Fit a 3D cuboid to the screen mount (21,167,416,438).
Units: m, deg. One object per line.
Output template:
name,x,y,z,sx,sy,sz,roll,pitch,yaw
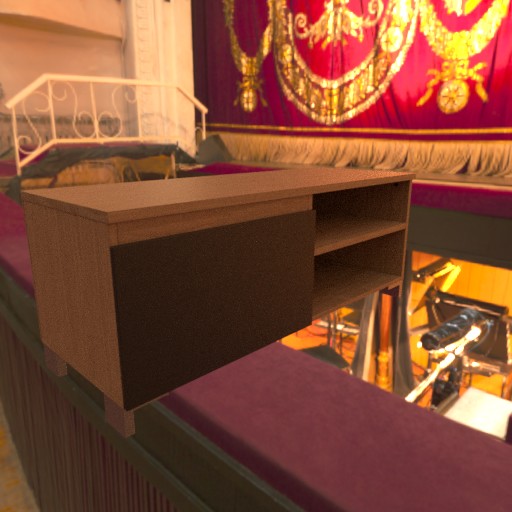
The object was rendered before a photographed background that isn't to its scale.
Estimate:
screen mount,0.000,0.000,1.275,0.406,0.432,1.084,15,21,43
